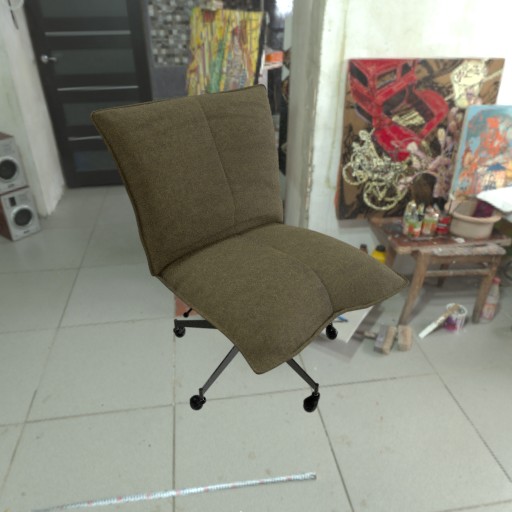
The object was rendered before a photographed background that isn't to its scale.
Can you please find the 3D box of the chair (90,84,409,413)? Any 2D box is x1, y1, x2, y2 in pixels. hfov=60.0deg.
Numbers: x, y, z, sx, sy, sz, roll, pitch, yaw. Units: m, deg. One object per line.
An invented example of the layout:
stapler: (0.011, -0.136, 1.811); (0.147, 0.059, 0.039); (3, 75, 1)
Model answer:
chair: (0.000, 0.000, 1.302); (0.597, 0.811, 0.696); (-22, 37, -32)
